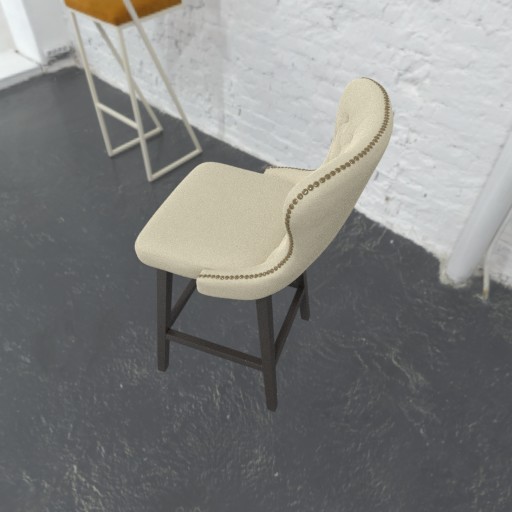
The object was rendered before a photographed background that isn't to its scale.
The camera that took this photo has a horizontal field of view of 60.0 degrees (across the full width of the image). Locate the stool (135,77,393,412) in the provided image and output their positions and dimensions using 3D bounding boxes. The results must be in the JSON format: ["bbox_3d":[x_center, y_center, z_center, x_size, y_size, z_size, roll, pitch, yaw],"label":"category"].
[{"bbox_3d":[0.000,0.000,1.310,0.593,0.971,0.528,15,47,14],"label":"stool"}]
